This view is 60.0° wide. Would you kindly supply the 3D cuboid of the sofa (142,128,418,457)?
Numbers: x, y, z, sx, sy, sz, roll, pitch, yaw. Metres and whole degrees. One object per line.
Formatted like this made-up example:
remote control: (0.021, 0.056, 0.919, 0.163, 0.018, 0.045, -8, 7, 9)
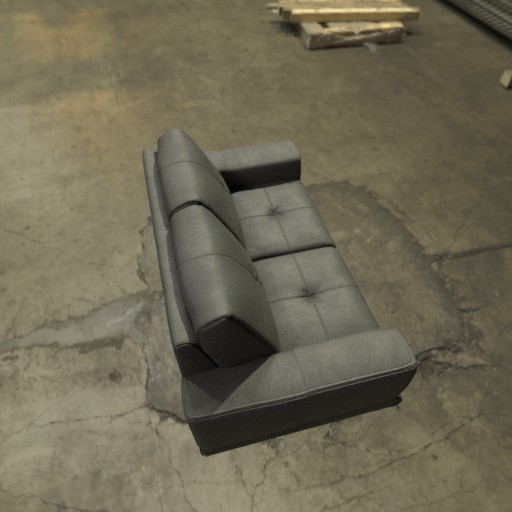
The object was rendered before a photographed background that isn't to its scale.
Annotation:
sofa: (0.000, 0.000, 2.429, 1.018, 0.907, 1.806, -11, 49, -10)
